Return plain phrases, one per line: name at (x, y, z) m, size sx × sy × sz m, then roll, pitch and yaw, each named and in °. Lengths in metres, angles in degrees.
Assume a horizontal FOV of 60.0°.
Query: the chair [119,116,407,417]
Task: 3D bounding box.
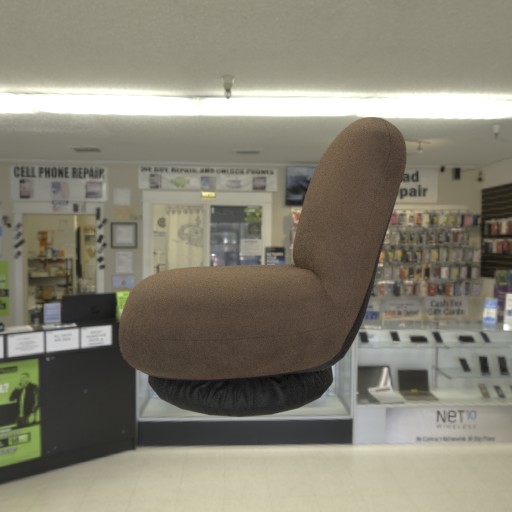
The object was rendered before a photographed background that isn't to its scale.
chair at (0.000, 0.000, 1.025) m, size 0.597 × 0.594 × 0.521 m, roll 0°, pitch 2°, yaw -1°
